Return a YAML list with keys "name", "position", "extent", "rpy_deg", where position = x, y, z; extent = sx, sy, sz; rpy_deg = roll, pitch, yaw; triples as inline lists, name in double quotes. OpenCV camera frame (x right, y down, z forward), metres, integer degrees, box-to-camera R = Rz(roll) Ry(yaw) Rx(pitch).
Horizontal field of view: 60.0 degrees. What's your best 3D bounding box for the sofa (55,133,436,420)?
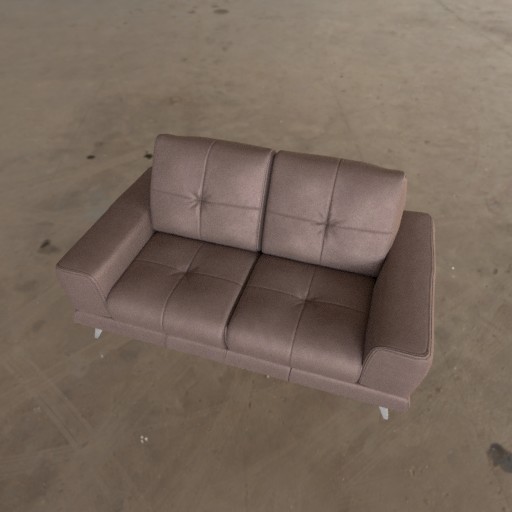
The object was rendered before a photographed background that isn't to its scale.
- name: "sofa"
  position: [0.000, 0.000, 2.352]
  extent: [1.806, 0.907, 1.018]
  rpy_deg: [12, 44, 13]
